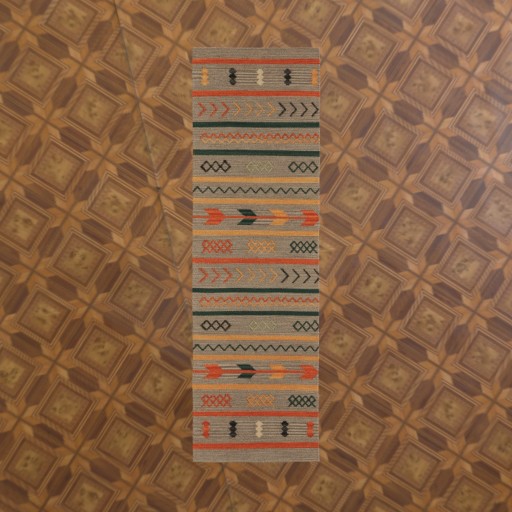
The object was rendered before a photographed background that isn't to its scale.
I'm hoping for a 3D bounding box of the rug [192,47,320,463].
[{"bbox_3d":[0.000,0.000,2.582,0.744,0.022,2.419,0,91,-1],"label":"rug"}]
